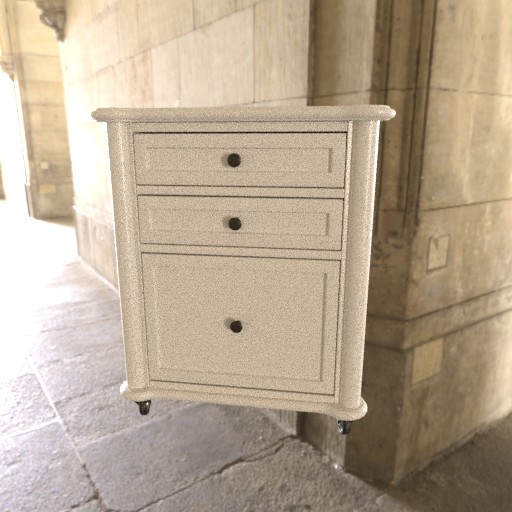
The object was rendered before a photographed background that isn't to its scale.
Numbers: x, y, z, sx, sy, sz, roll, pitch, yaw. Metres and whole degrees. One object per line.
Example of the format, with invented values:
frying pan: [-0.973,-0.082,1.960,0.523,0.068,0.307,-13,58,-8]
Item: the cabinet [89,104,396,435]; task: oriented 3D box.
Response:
cabinet: [0.000,0.000,1.251,0.628,0.761,0.627,2,15,9]
